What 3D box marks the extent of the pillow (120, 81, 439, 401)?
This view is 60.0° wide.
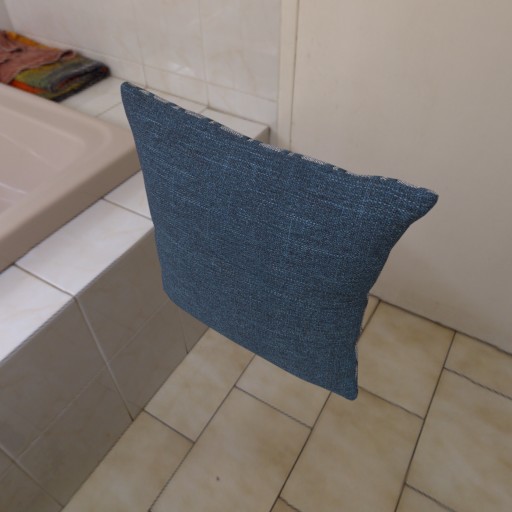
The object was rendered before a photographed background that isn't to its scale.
[{"bbox_3d":[0.000,0.000,0.668,0.435,0.435,0.159,25,50,23],"label":"pillow"}]
